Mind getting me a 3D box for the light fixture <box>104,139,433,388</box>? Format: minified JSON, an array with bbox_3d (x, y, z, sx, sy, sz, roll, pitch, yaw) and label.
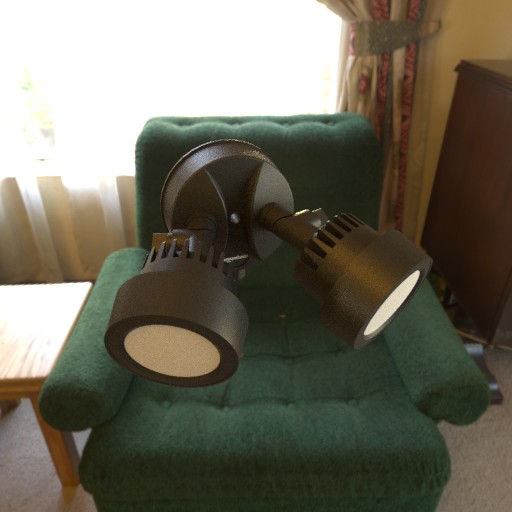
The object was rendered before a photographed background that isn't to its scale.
[{"bbox_3d":[0.000,0.000,0.314,0.213,0.120,0.168,-10,32,-16],"label":"light fixture"}]
